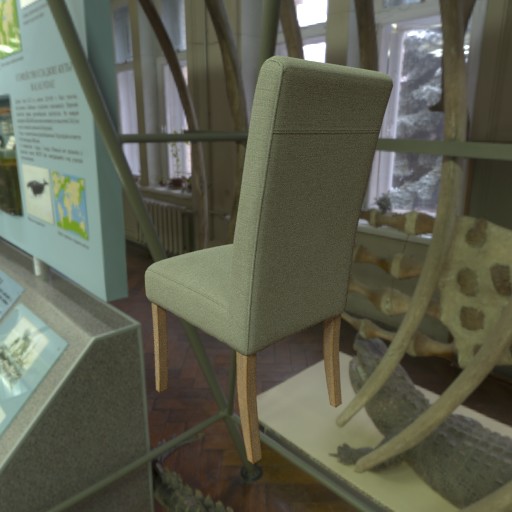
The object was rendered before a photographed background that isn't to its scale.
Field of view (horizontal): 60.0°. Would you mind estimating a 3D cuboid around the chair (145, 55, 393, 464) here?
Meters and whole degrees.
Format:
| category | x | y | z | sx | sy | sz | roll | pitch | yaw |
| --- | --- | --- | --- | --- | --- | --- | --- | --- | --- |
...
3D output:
| category | x | y | z | sx | sy | sz | roll | pitch | yaw |
| --- | --- | --- | --- | --- | --- | --- | --- | --- | --- |
| chair | 0.000 | 0.000 | 1.359 | 0.450 | 1.033 | 0.611 | -14 | 21 | -42 |
